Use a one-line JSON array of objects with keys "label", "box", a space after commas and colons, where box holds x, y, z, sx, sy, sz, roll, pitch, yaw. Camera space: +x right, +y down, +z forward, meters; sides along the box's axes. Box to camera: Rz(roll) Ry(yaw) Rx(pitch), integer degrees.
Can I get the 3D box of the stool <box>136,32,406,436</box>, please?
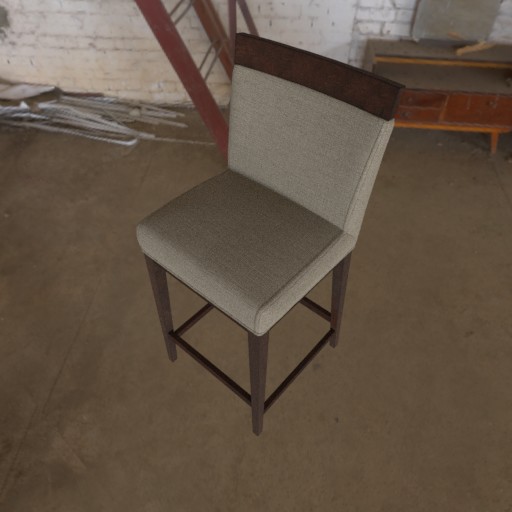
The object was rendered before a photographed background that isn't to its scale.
[{"label": "stool", "box": [0.000, 0.000, 1.409, 0.511, 1.117, 0.531, 32, 54, 27]}]
